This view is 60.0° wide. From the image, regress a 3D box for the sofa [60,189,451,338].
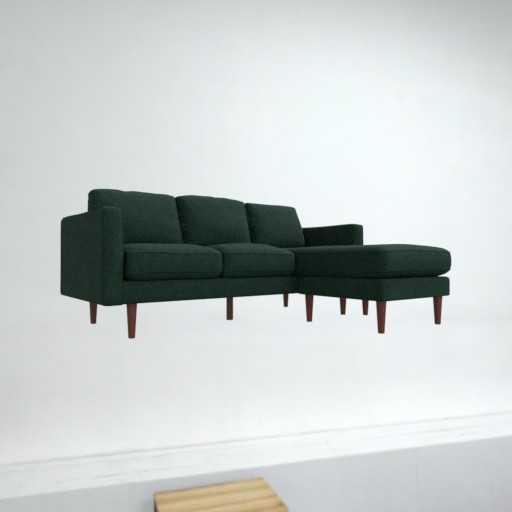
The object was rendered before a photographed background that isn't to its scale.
[{"bbox_3d":[0.000,0.000,2.885,2.030,0.899,1.580,0,0,-37],"label":"sofa"}]
